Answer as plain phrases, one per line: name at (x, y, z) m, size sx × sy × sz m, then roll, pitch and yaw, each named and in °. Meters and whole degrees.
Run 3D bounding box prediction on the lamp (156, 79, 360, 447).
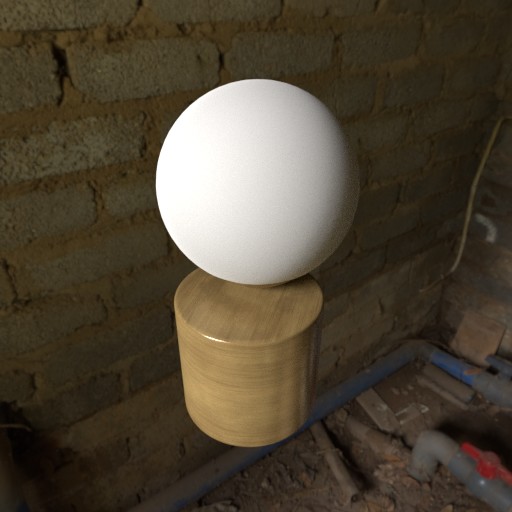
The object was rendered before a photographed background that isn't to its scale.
lamp at (0.000, 0.000, 0.338) m, size 0.141 × 0.250 × 0.152 m, roll 8°, pitch 31°, yaw 13°
